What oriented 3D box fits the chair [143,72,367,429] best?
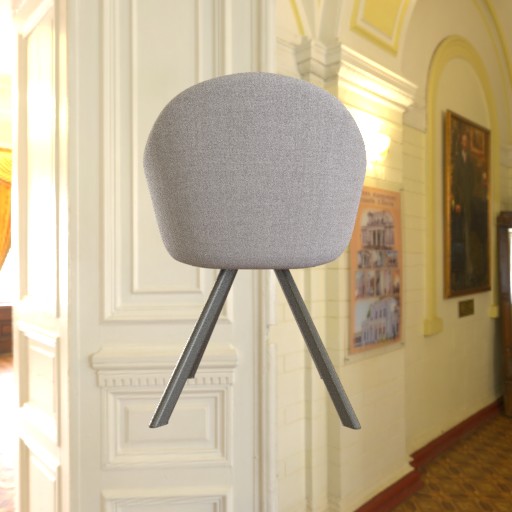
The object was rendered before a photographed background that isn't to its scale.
[{"bbox_3d":[0.000,0.000,1.200,0.590,0.795,0.550,0,0,1],"label":"chair"}]
